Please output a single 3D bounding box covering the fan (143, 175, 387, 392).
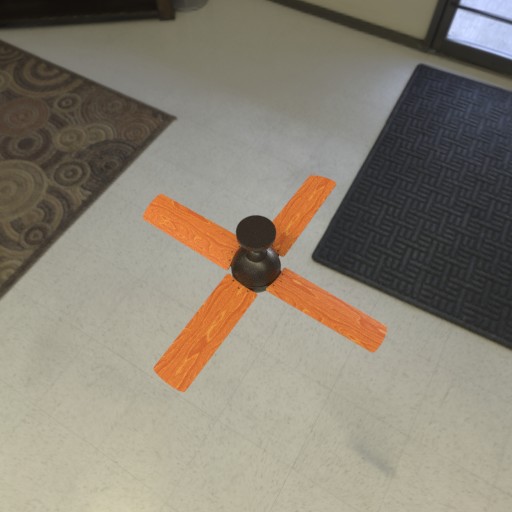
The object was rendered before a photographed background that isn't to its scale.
[{"bbox_3d":[0.000,0.000,2.034,1.332,0.403,1.332,30,64,17],"label":"fan"}]
